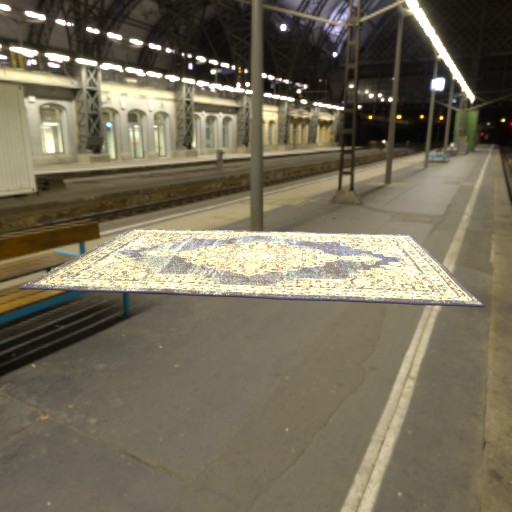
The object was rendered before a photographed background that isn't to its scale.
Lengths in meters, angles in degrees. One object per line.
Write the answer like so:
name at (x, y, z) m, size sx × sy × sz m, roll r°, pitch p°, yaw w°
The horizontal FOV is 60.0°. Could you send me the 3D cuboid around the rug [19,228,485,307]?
rug at (0.000, 0.000, 2.237) m, size 1.781 × 0.012 × 1.184 m, roll 2°, pitch 15°, yaw 6°
